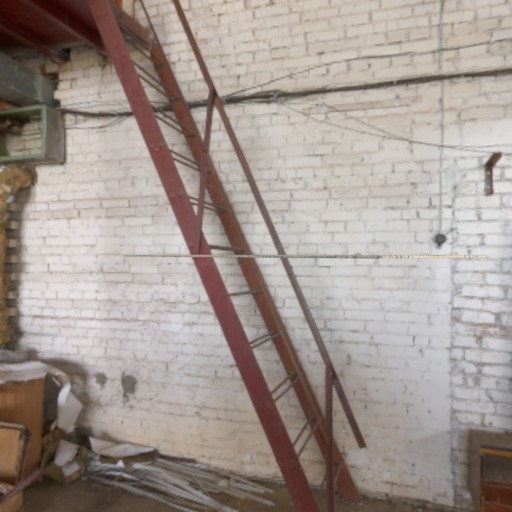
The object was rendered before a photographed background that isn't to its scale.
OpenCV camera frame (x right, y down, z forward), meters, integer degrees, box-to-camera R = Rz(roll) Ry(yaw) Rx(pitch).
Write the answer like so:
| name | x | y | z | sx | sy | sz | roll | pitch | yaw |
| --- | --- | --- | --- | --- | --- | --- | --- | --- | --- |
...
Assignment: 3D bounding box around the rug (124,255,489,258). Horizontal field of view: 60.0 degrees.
| name | x | y | z | sx | sy | sz | roll | pitch | yaw |
| --- | --- | --- | --- | --- | --- | --- | --- | --- | --- |
| rug | 0.000 | 0.000 | 2.730 | 0.775 | 0.012 | 2.452 | 0 | 0 | -37 |
